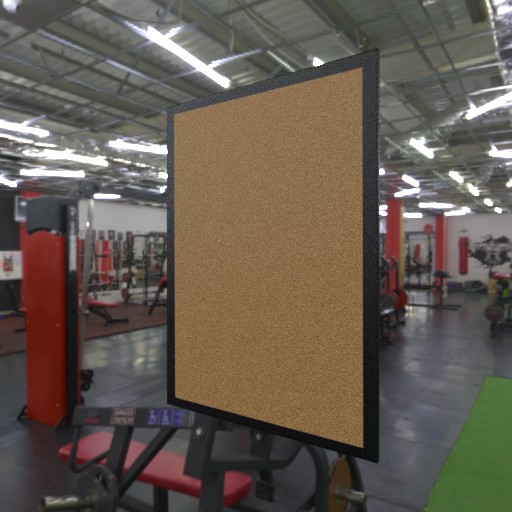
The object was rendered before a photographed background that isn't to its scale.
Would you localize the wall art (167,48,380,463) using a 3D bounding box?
[{"bbox_3d":[0.000,0.000,1.244,0.707,0.967,0.013,0,0,36],"label":"wall art"}]
